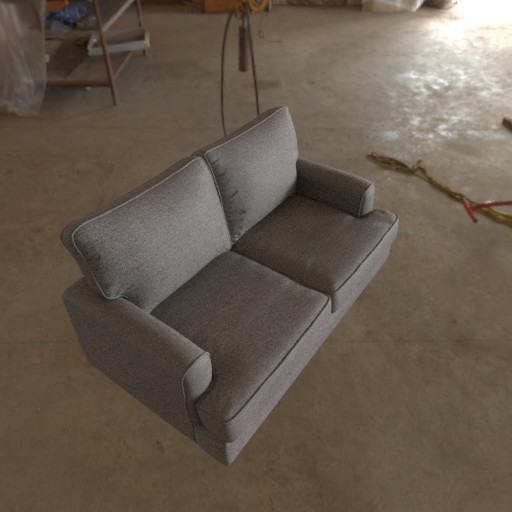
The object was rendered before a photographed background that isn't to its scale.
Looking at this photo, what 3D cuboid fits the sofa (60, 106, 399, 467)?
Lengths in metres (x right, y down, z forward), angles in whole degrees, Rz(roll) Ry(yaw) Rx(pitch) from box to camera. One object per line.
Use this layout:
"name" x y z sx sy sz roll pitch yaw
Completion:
"sofa" 0.000 0.000 2.279 0.965 0.965 1.651 25 47 26
